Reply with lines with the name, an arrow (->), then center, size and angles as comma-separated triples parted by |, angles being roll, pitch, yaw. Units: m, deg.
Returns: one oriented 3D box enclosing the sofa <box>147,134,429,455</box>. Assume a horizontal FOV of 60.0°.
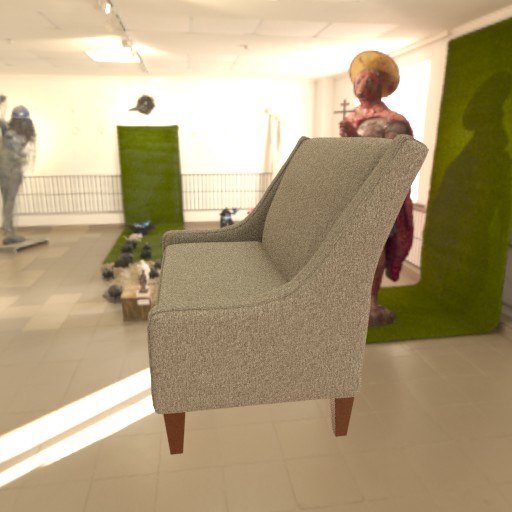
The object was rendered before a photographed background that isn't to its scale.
sofa -> 0.000, 0.000, 1.953 | 0.862, 1.026, 1.242 | -2, 15, -9
